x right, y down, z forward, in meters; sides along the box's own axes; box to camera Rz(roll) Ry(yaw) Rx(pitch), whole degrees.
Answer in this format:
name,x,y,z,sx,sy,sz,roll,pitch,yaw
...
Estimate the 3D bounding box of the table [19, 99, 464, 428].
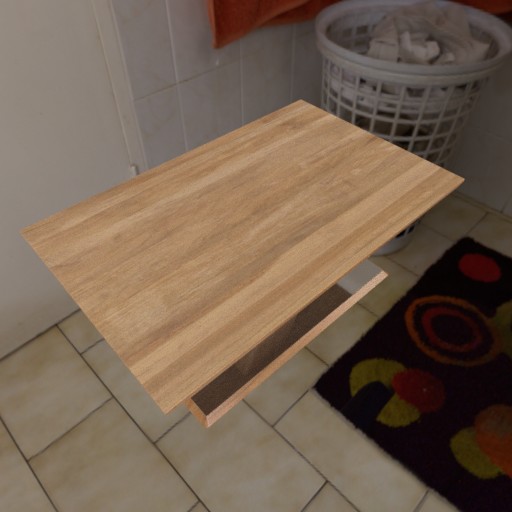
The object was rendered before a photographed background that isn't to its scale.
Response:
name,x,y,z,sx,sy,sz,roll,pitch,yaw
table,0.000,0.000,1.435,1.100,0.441,0.692,-33,55,-28
